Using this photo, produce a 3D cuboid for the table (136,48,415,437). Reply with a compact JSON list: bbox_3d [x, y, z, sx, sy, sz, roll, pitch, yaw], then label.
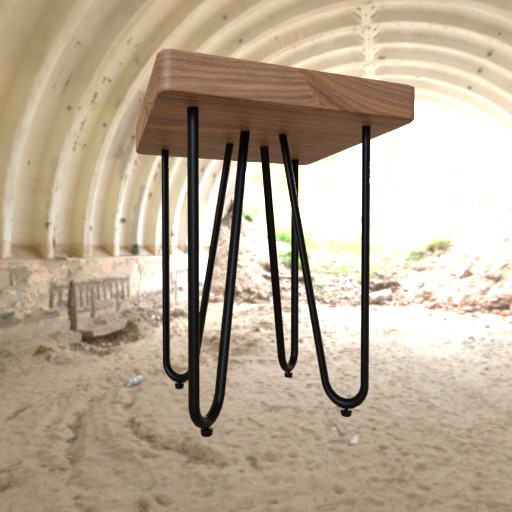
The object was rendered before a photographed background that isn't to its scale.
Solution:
[{"bbox_3d":[0.000,0.000,0.978,0.480,0.641,0.479,0,1,-19],"label":"table"}]
